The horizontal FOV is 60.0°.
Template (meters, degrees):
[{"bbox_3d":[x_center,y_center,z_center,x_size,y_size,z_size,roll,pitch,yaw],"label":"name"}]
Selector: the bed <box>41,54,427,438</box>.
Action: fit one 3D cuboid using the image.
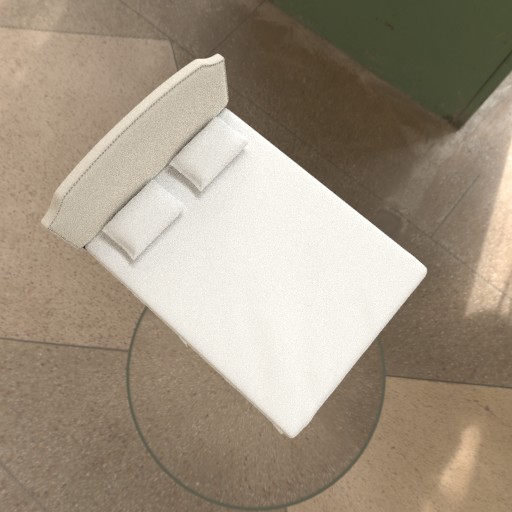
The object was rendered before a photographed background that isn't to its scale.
[{"bbox_3d":[0.000,0.000,2.966,1.999,1.270,1.558,41,79,9],"label":"bed"}]
